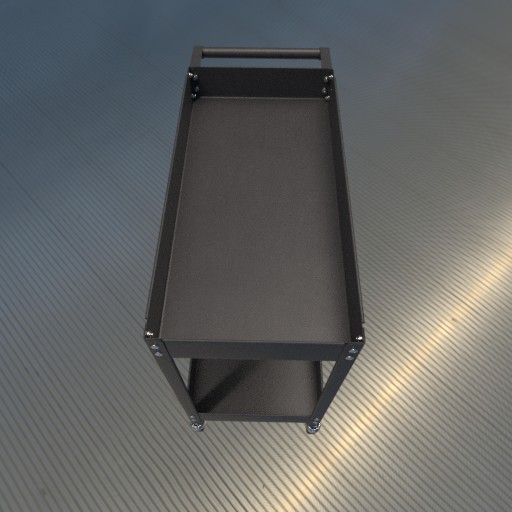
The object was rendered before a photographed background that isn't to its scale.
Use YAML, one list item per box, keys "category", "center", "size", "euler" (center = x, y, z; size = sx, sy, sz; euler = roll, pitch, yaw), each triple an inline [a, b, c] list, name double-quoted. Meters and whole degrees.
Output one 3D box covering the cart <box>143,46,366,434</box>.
- category: "cart"
  center: [0.000, 0.000, 1.169]
  size: [0.366, 0.719, 0.779]
  euler: [1, 58, 1]
